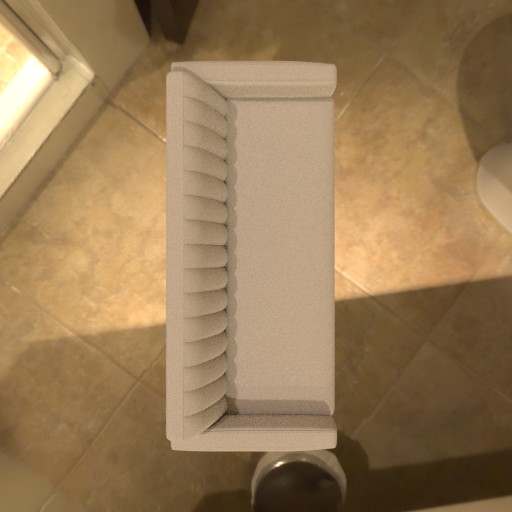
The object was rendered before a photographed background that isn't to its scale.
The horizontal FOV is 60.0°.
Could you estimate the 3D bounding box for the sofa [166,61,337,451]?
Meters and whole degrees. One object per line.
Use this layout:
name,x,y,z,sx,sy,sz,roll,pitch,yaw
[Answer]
sofa,0.000,0.000,2.782,0.990,0.821,2.291,0,90,-1
